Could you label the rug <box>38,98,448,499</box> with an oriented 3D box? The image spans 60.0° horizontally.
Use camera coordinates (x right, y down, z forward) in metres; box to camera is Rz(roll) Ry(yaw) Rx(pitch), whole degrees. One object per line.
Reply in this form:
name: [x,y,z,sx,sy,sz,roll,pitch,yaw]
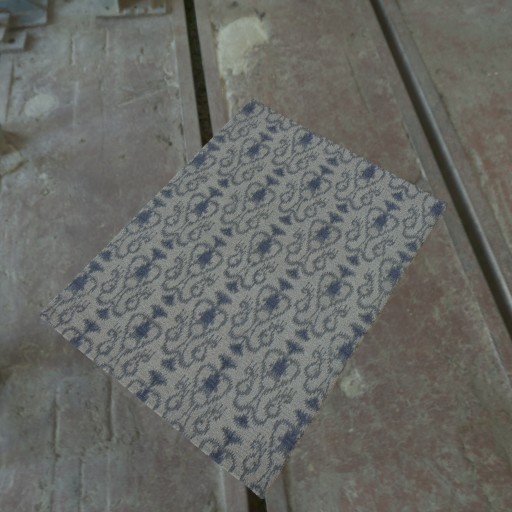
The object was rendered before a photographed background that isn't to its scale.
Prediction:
rug: [0.000,0.000,4.160,2.437,0.015,3.205,33,68,15]
